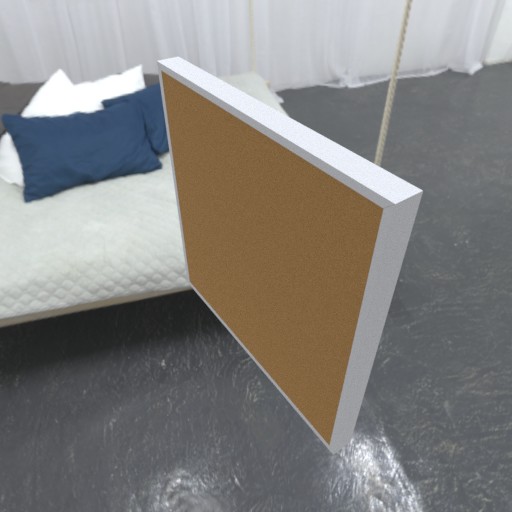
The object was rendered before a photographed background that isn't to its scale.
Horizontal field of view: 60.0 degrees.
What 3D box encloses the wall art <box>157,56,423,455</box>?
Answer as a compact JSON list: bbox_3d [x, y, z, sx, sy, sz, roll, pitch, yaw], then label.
[{"bbox_3d":[0.000,0.000,0.747,0.040,0.509,0.509,-25,47,-26],"label":"wall art"}]
